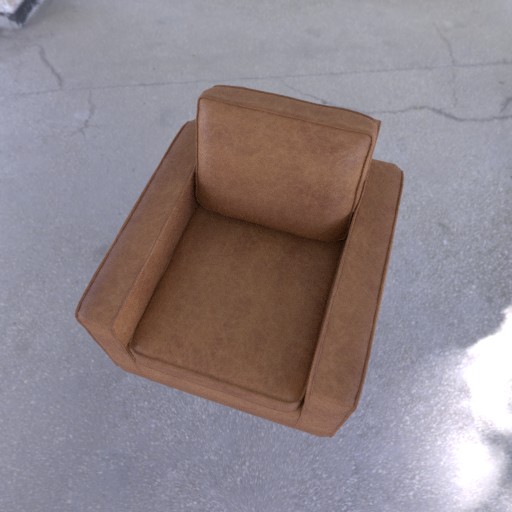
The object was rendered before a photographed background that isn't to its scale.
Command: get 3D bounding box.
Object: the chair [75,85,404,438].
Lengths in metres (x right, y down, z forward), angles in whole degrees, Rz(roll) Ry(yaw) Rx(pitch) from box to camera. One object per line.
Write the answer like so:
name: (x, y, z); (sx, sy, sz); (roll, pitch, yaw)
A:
chair: (0.000, 0.000, 1.711); (0.987, 0.901, 1.027); (13, 60, 8)
